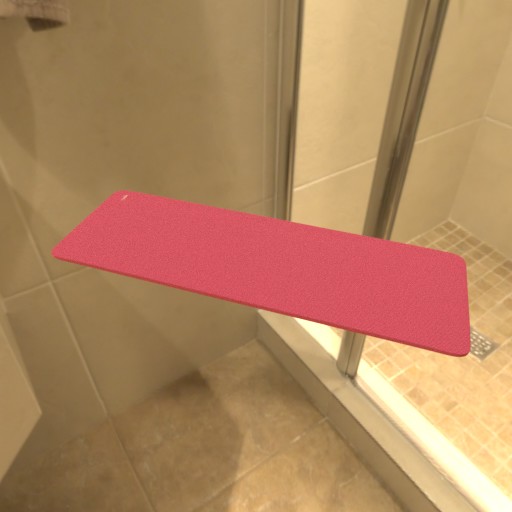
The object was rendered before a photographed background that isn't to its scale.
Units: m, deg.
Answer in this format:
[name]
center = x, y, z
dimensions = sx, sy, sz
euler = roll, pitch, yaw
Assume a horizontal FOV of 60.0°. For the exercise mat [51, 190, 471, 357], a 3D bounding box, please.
[exercise mat]
center = 0.000, 0.000, 2.089
dimensions = 1.884, 0.021, 0.616
euler = 12, 42, 14
